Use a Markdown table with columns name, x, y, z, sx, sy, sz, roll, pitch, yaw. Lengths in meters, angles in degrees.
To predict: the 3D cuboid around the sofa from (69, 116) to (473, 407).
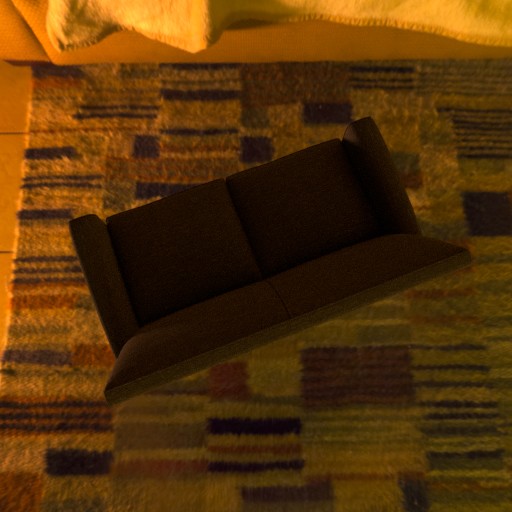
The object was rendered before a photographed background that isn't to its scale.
| name | x | y | z | sx | sy | sz | roll | pitch | yaw |
| --- | --- | --- | --- | --- | --- | --- | --- | --- | --- |
| sofa | 0.000 | 0.000 | 2.124 | 1.509 | 0.905 | 0.867 | -20 | 76 | -5 |
